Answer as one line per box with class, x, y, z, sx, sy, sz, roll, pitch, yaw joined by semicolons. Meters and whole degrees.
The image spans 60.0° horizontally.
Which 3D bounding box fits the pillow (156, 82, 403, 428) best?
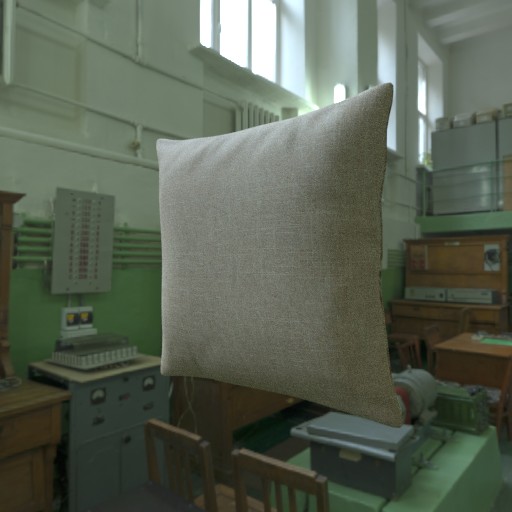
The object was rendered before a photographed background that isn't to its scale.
pillow;0.000;0.000;0.799;0.523;0.506;0.166;-1;-1;37
